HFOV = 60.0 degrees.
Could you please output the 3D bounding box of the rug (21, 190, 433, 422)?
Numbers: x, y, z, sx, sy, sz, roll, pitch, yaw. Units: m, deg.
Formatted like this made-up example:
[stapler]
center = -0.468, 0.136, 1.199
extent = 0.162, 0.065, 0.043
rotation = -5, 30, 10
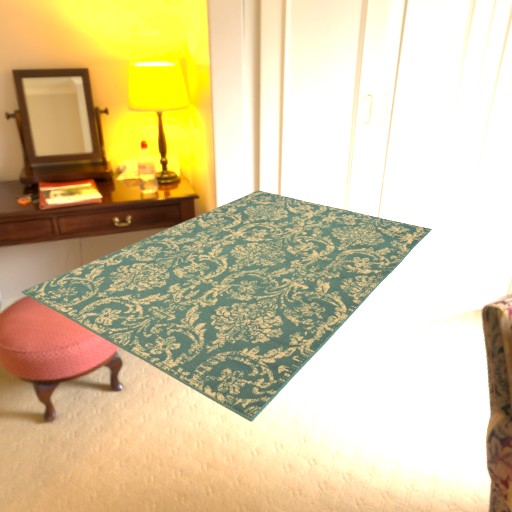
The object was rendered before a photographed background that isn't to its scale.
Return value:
[rug]
center = 0.000, 0.000, 2.800
extent = 1.554, 0.012, 2.205
rotation = 18, 31, 32
